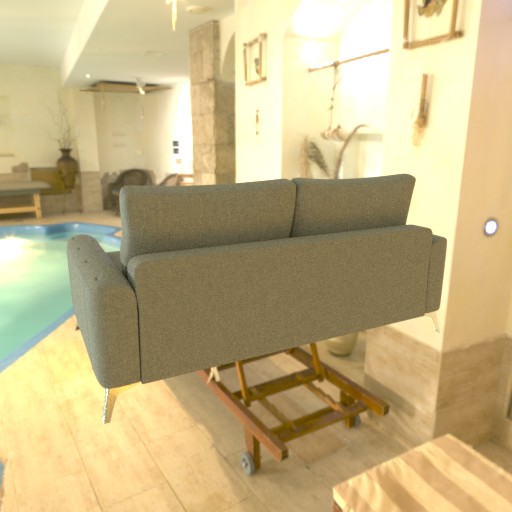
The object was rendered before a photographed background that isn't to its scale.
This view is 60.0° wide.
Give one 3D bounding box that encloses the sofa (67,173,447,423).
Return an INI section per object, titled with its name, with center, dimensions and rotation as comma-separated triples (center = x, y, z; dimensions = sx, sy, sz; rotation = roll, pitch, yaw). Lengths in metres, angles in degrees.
[sofa]
center = 0.000, 0.000, 2.163
dimensions = 1.650, 0.790, 0.920
rotation = -7, 16, -26
